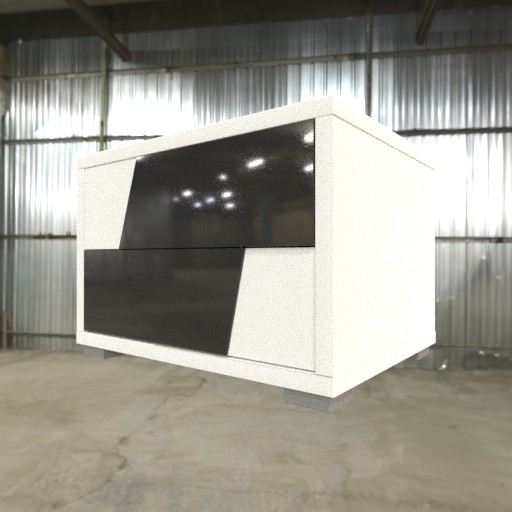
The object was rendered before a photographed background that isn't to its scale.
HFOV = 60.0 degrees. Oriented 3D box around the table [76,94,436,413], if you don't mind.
[{"bbox_3d":[0.000,0.000,0.804,0.517,0.357,0.399,0,0,37],"label":"table"}]
